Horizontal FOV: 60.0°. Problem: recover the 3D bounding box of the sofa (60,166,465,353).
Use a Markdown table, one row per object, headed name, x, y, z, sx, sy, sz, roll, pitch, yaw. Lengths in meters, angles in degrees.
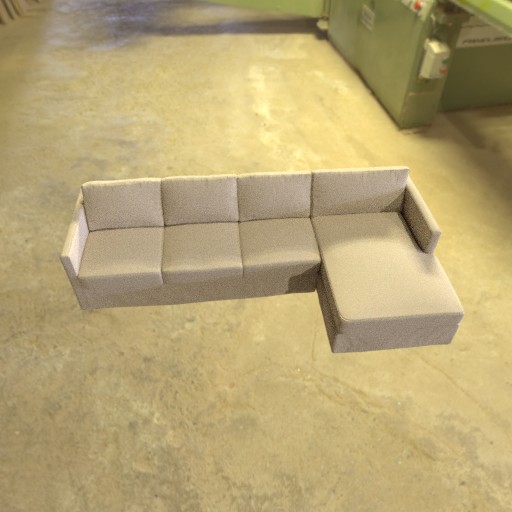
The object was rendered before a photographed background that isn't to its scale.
| name | x | y | z | sx | sy | sz | roll | pitch | yaw |
| --- | --- | --- | --- | --- | --- | --- | --- | --- | --- |
| sofa | 0.000 | 0.000 | 3.900 | 3.206 | 0.871 | 1.622 | -4 | 45 | -4 |
